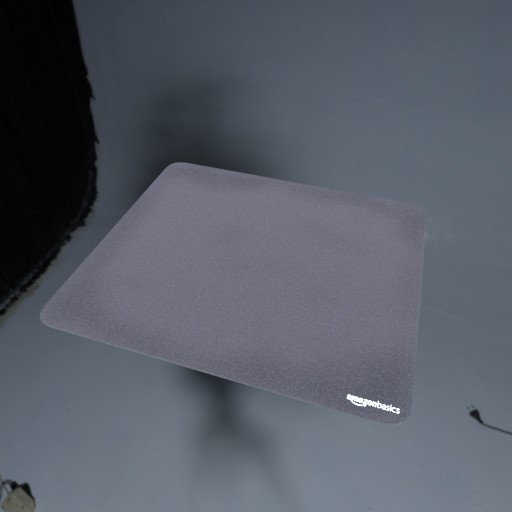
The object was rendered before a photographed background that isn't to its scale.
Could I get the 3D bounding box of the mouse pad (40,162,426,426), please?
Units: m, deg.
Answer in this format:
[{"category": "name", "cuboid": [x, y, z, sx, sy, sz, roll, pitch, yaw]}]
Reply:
[{"category": "mouse pad", "cuboid": [0.000, 0.000, 0.627, 0.451, 0.002, 0.393, 13, 45, 13]}]
